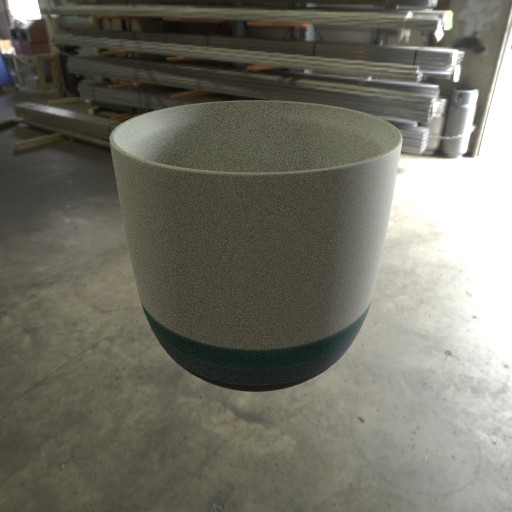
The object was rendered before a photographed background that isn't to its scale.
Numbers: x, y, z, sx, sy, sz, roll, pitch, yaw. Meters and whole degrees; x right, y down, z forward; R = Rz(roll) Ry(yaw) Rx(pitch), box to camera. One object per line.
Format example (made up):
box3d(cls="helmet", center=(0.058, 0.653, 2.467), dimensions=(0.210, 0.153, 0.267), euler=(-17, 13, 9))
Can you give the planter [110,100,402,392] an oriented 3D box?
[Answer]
box3d(cls="planter", center=(0.000, 0.000, 0.373), dimensions=(0.204, 0.214, 0.204), euler=(0, 30, 0))
